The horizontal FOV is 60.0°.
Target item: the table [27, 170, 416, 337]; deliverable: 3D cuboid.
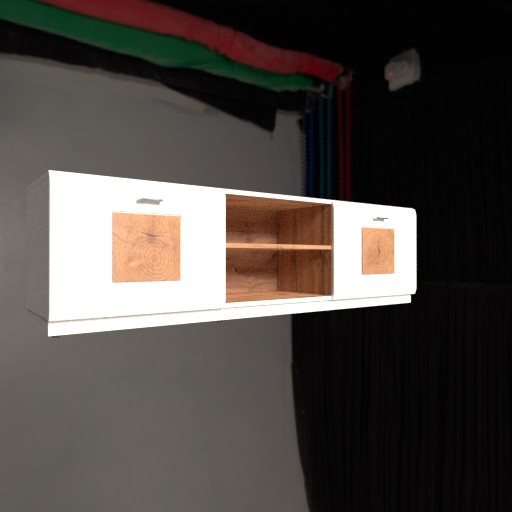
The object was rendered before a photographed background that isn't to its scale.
[{"bbox_3d":[0.000,0.000,1.731,1.550,0.440,0.400,0,0,-35],"label":"table"}]
